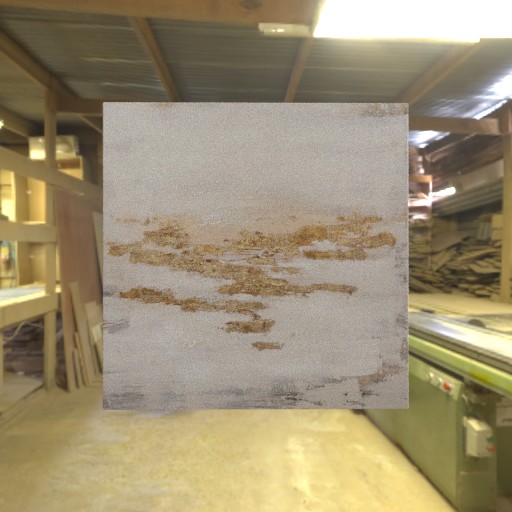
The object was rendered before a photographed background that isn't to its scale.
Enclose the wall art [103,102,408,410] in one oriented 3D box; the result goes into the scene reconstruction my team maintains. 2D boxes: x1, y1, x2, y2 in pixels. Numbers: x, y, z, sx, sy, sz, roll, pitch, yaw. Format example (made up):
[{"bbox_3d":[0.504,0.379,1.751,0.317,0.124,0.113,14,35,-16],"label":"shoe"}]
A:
[{"bbox_3d":[0.000,0.000,1.490,1.015,1.018,0.040,0,0,-1],"label":"wall art"}]
